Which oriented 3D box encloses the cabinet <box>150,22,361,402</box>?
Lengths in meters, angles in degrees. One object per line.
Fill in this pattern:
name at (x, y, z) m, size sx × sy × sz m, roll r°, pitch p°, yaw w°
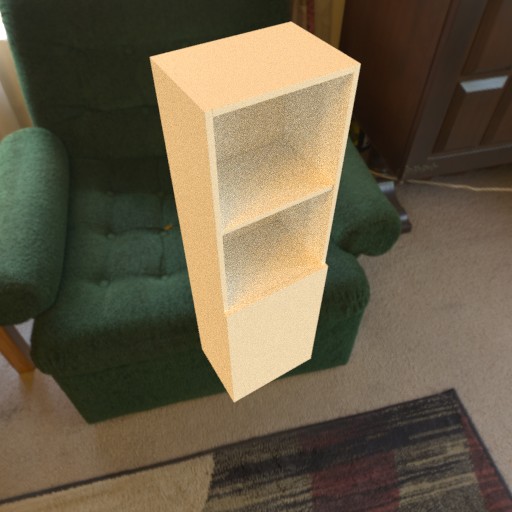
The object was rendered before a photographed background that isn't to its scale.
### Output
cabinet at (0.000, 0.000, 1.526) m, size 0.400 × 1.350 × 0.300 m, roll -24°, pitch 53°, yaw -20°
